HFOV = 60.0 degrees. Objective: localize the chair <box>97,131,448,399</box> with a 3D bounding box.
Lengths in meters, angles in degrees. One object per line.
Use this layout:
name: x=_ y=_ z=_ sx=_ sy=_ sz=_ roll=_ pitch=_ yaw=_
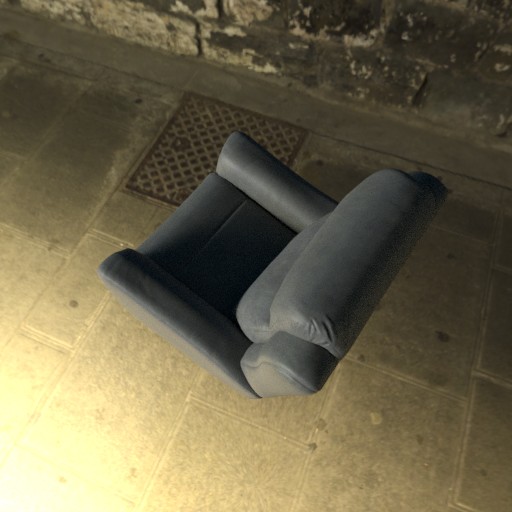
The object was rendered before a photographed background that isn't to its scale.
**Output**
chair: x=0.000 y=0.000 z=1.910 sx=1.068 sy=1.116 sz=0.965 roll=33 pitch=67 yaw=16
